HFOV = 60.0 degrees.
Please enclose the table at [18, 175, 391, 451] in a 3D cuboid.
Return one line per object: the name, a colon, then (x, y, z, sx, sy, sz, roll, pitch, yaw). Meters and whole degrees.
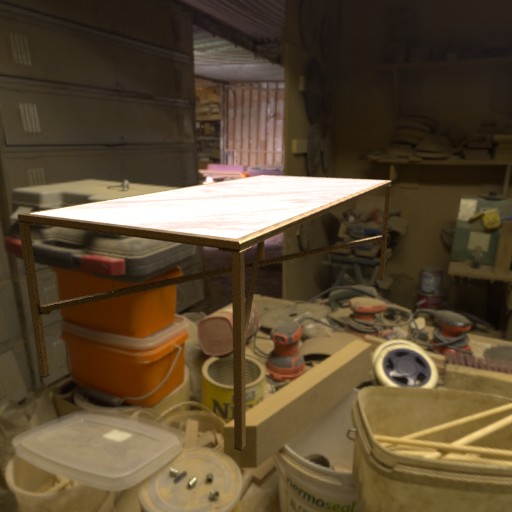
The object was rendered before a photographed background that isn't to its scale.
table: (0.000, 0.000, 1.423, 0.577, 0.405, 1.197, 8, 17, 27)
